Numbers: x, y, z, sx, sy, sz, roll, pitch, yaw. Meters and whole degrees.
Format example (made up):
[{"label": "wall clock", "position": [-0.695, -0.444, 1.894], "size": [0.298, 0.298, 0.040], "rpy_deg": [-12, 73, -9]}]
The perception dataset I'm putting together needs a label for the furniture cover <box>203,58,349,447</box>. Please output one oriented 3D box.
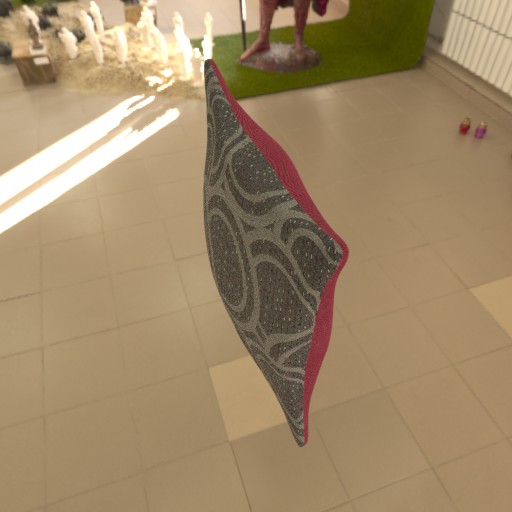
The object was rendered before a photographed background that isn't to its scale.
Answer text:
[{"label": "furniture cover", "position": [0.000, 0.000, 0.796], "size": [0.163, 0.513, 0.514], "rpy_deg": [-14, 48, -14]}]
